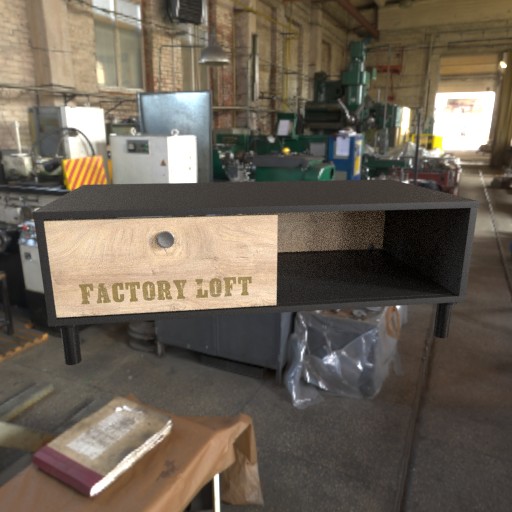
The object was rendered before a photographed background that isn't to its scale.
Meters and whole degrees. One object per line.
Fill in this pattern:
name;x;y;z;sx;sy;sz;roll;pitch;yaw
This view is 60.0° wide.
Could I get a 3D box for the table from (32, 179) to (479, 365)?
table;0.000;0.000;1.383;1.100;0.400;0.550;-2;16;-8
